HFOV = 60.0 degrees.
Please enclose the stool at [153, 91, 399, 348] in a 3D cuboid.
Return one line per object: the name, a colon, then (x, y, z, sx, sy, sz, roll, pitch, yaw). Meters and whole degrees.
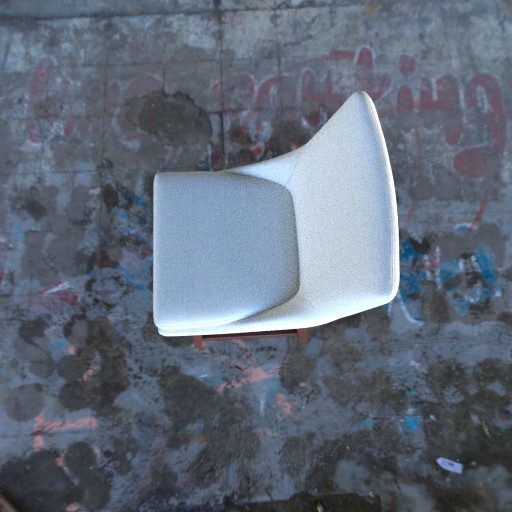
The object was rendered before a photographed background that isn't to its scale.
stool: (0.000, 0.000, 1.344, 0.559, 0.991, 0.469, -3, 75, -1)
